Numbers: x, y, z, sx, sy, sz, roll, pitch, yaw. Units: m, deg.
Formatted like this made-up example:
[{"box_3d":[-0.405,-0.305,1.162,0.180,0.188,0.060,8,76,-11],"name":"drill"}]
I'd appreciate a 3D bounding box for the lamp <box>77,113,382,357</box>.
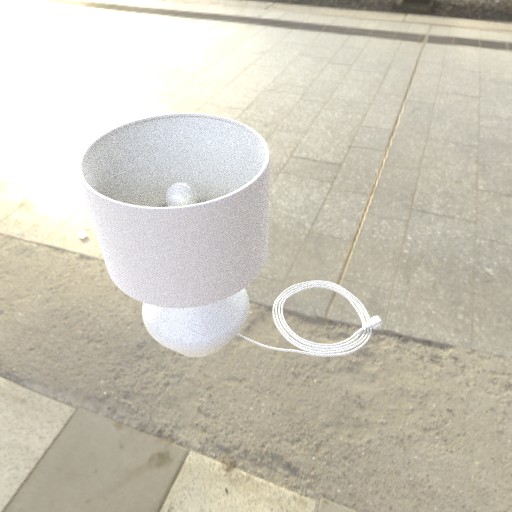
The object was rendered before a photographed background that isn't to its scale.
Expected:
[{"box_3d":[0.000,0.000,0.872,0.546,0.457,0.401,13,44,14],"name":"lamp"}]
